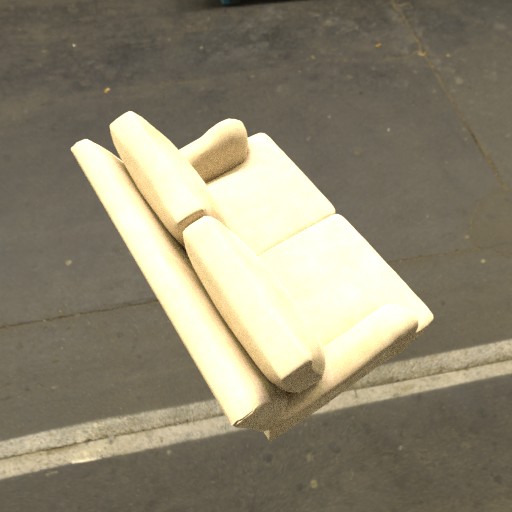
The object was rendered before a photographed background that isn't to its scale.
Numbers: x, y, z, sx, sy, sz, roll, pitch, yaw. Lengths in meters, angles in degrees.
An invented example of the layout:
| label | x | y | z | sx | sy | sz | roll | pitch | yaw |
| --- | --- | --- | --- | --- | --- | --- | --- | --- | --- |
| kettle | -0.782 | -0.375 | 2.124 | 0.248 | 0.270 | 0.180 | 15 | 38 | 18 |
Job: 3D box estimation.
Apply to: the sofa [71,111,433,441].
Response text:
| label | x | y | z | sx | sy | sz | roll | pitch | yaw |
| --- | --- | --- | --- | --- | --- | --- | --- | --- | --- |
| sofa | 0.000 | 0.000 | 2.211 | 1.086 | 1.087 | 1.498 | -29 | 62 | -17 |
